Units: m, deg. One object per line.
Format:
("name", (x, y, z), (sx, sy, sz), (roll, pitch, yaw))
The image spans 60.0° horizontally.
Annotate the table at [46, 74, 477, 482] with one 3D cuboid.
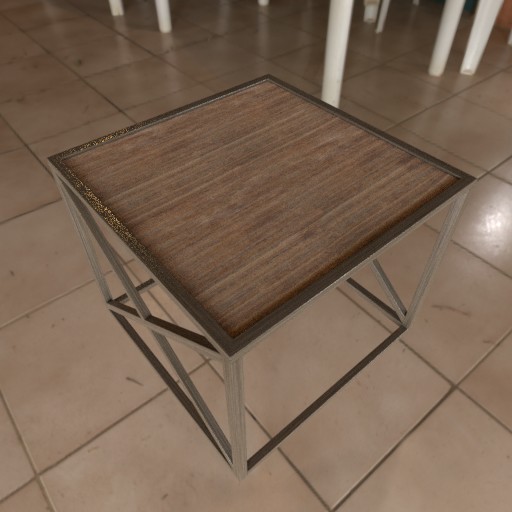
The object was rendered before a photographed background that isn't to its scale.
("table", (0.000, 0.000, 1.065), (0.609, 0.507, 0.611), (-32, 54, -27))
